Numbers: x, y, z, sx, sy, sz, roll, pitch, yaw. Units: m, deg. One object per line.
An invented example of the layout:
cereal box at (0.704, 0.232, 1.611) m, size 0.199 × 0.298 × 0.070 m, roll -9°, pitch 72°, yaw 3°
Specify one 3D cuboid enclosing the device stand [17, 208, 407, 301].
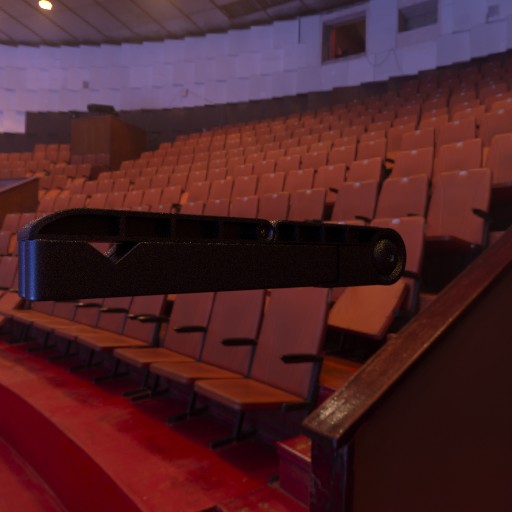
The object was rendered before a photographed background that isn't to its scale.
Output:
device stand at (0.000, 0.000, 0.190) m, size 0.179 × 0.030 × 0.026 m, roll 0°, pitch 0°, yaw -36°
